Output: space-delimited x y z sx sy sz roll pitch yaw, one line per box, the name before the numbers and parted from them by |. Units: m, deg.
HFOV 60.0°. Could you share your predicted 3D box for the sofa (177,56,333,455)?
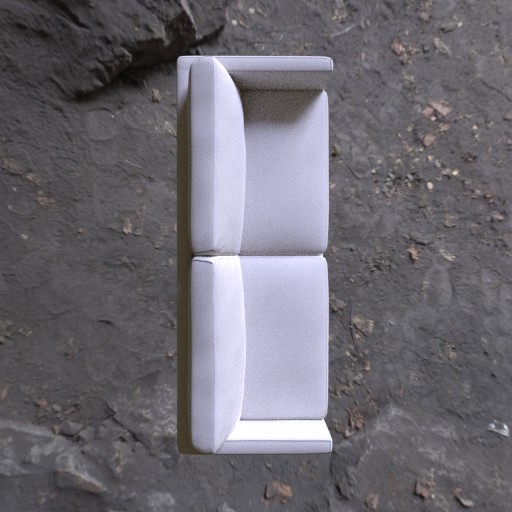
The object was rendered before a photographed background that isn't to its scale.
sofa | 0.000 0.000 2.870 0.951 0.962 2.361 0 90 0
